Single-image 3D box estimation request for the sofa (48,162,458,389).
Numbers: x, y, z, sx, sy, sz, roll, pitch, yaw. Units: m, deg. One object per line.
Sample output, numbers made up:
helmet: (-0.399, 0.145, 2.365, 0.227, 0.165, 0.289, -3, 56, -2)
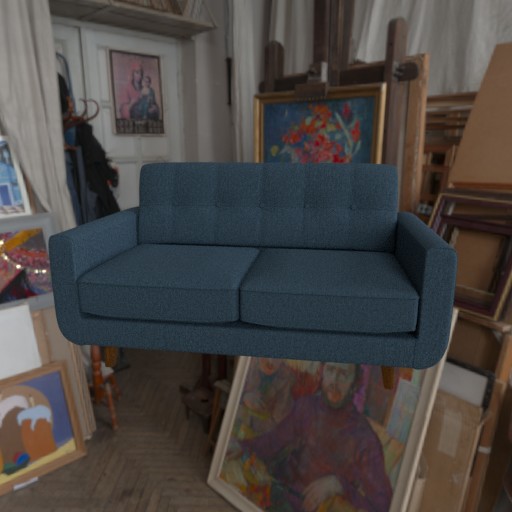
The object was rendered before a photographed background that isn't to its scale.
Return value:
sofa: (0.000, 0.000, 2.216, 1.651, 0.896, 0.942, 2, 14, 9)
